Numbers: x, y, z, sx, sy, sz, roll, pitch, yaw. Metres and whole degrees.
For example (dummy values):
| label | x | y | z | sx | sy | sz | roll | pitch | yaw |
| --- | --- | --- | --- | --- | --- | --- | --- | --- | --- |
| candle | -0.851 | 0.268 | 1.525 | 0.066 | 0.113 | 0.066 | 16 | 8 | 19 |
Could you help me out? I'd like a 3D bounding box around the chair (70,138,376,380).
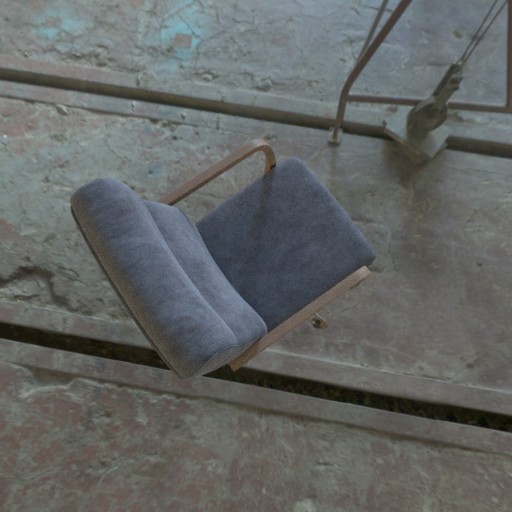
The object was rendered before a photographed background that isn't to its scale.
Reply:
| label | x | y | z | sx | sy | sz | roll | pitch | yaw |
| --- | --- | --- | --- | --- | --- | --- | --- | --- | --- |
| chair | 0.000 | 0.000 | 1.460 | 0.741 | 1.029 | 0.640 | -34 | 77 | -9 |
